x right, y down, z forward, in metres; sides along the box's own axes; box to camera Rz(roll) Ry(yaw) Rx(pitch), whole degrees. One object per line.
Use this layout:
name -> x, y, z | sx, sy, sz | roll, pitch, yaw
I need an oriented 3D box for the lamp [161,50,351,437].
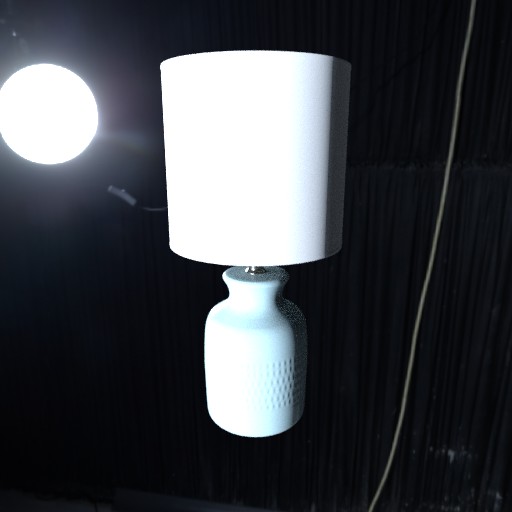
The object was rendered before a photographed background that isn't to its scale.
lamp -> 0.000, 0.000, 1.105 | 0.418, 0.871, 0.418 | 2, 15, 9
